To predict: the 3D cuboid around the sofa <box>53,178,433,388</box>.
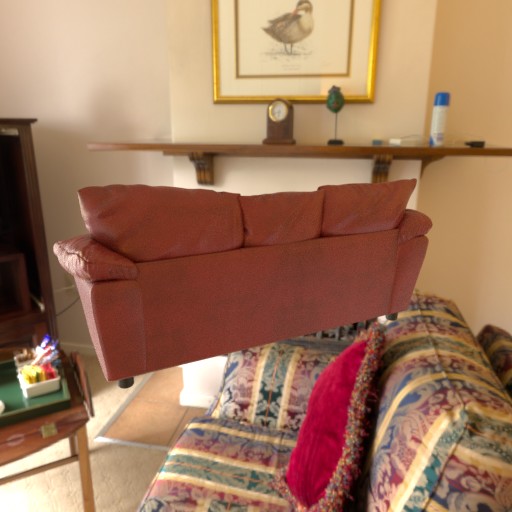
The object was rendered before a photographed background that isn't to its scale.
[{"bbox_3d":[0.000,0.000,2.927,2.390,1.091,0.907,-8,18,-26],"label":"sofa"}]
